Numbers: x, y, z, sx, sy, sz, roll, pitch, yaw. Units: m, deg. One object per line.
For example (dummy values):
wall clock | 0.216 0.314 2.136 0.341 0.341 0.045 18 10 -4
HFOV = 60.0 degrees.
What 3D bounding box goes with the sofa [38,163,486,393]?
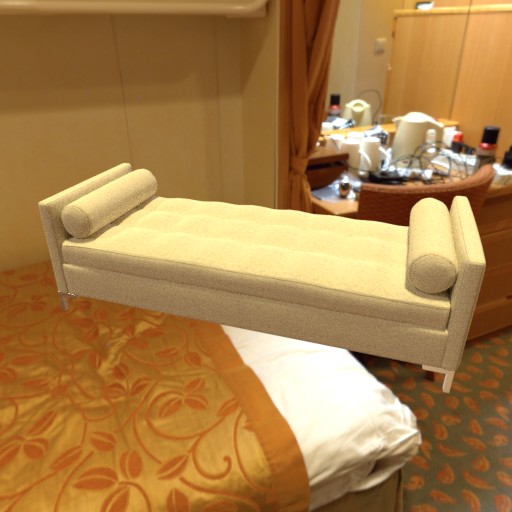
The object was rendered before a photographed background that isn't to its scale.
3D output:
sofa | 0.000 0.000 2.418 2.102 0.655 0.797 9 29 16
